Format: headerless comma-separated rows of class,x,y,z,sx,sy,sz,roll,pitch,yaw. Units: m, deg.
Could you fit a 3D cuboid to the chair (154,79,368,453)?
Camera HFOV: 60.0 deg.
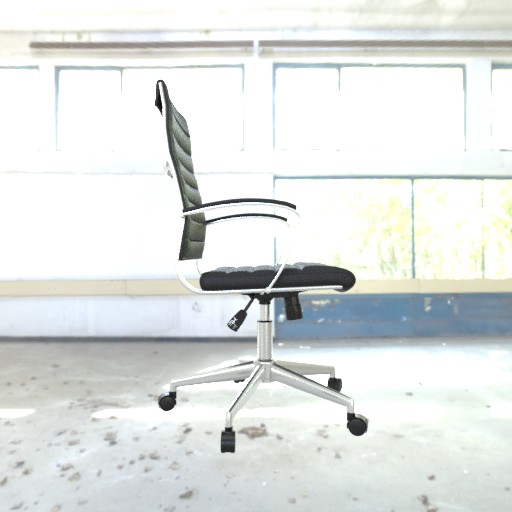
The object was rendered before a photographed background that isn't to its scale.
chair,0.000,0.000,1.650,0.739,1.149,0.766,0,0,1
